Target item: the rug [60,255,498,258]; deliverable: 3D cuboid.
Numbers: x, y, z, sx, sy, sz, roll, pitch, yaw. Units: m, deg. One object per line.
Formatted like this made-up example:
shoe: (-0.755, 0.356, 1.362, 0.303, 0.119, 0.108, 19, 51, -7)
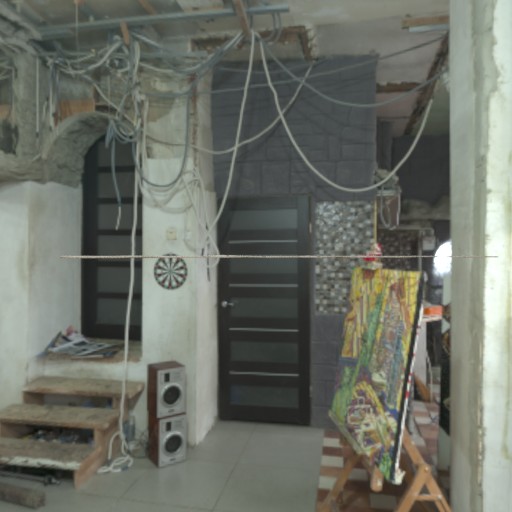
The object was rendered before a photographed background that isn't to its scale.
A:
rug: (0.000, 0.000, 4.012, 3.061, 0.022, 2.468, 0, 0, -19)
